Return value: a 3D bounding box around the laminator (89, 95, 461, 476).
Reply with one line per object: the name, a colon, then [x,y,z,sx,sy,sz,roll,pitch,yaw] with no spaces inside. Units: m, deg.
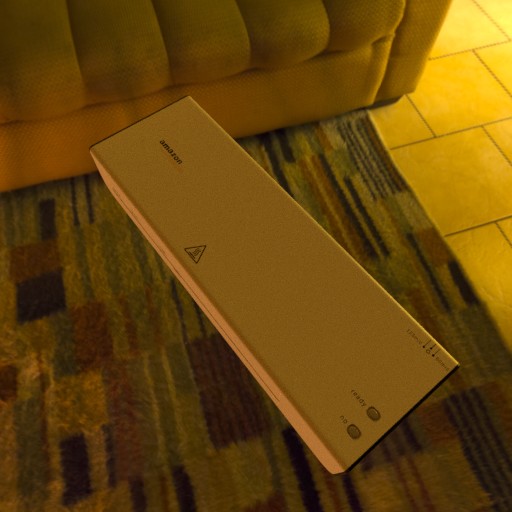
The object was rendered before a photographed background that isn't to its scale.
laminator: [0.000,0.000,0.385,0.123,0.062,0.340,-35,67,-17]
